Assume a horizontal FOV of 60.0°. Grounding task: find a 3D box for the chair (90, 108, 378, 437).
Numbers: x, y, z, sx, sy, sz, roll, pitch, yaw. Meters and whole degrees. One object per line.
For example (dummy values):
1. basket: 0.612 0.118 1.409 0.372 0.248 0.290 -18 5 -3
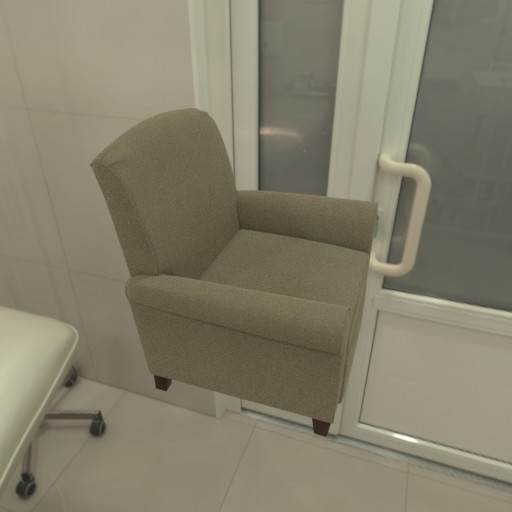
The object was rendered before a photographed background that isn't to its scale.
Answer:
1. chair: 0.000 0.000 1.830 0.905 1.061 0.978 10 32 16
